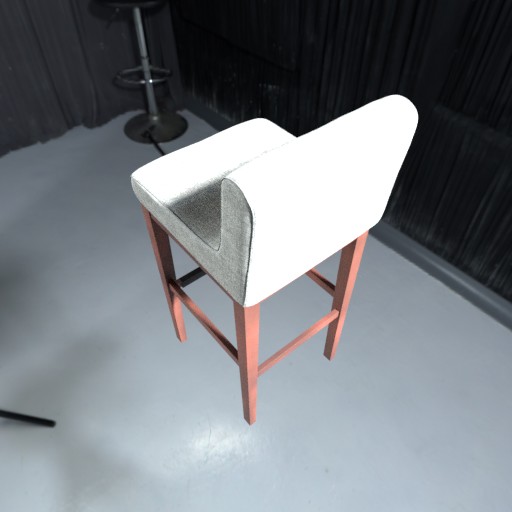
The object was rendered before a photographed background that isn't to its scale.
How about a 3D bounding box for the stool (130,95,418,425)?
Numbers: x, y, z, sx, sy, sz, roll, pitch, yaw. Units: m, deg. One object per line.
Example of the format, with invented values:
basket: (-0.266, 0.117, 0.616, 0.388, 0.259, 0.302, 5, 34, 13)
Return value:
stool: (0.000, 0.000, 1.221, 0.426, 0.965, 0.499, -31, 54, -26)
